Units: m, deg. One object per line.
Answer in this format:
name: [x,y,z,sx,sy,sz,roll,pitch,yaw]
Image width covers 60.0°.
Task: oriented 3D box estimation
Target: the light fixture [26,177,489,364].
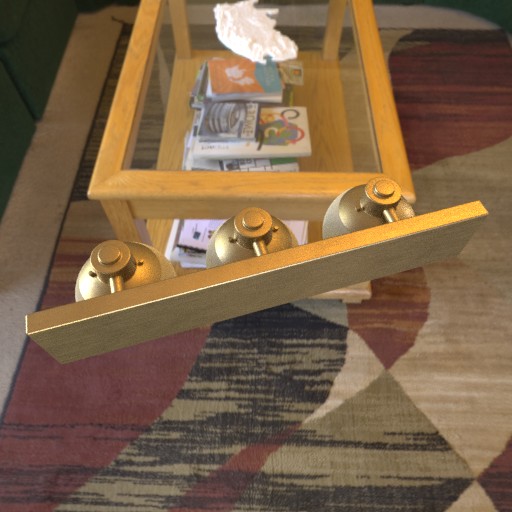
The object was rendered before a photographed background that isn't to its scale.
light fixture: [0.000,0.000,0.826,0.721,0.263,0.218,-14,59,-9]
